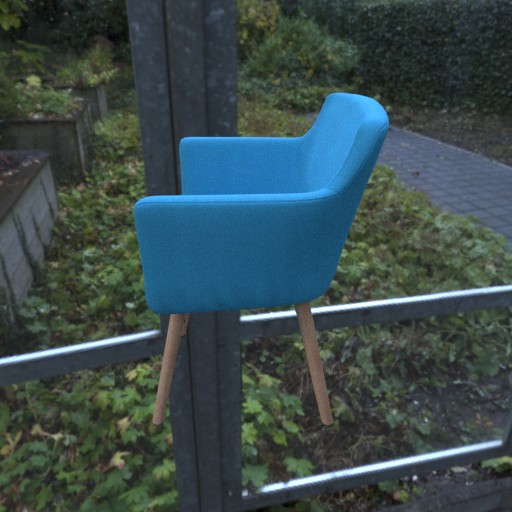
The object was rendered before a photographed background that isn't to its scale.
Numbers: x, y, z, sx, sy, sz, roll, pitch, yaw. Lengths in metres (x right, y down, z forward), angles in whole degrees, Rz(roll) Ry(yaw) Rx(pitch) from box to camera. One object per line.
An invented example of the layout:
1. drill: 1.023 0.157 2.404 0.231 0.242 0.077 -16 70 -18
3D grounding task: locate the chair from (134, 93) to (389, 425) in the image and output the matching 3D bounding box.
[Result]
1. chair: 0.000 0.000 1.151 0.540 0.780 0.570 0 26 0
